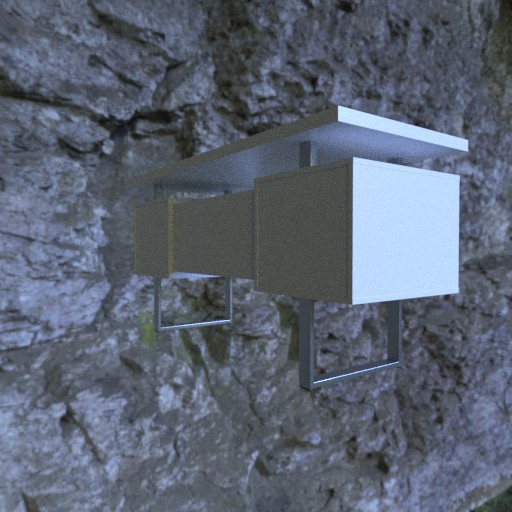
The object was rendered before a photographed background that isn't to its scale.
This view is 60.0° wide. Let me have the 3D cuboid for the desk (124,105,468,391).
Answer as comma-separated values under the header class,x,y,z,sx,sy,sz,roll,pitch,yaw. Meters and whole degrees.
class,x,y,z,sx,sy,sz,roll,pitch,yaw
desk,0.000,0.000,1.892,0.603,0.773,1.530,-1,1,-36
